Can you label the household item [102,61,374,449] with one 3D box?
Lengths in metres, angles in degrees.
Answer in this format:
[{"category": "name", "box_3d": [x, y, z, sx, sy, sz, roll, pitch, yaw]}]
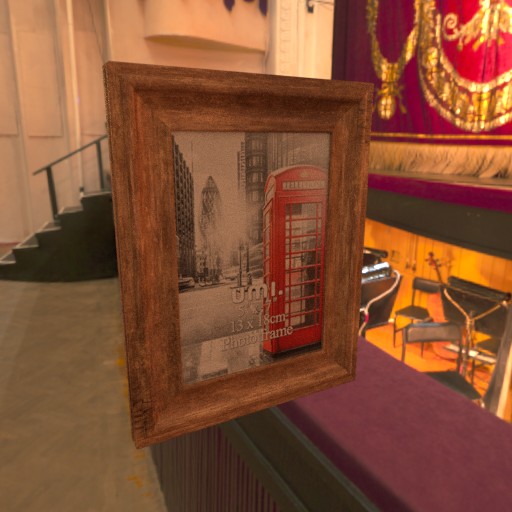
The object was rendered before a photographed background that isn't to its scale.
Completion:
[{"category": "household item", "box_3d": [0.000, 0.000, 0.310, 0.186, 0.237, 0.018, -8, 16, -28]}]
